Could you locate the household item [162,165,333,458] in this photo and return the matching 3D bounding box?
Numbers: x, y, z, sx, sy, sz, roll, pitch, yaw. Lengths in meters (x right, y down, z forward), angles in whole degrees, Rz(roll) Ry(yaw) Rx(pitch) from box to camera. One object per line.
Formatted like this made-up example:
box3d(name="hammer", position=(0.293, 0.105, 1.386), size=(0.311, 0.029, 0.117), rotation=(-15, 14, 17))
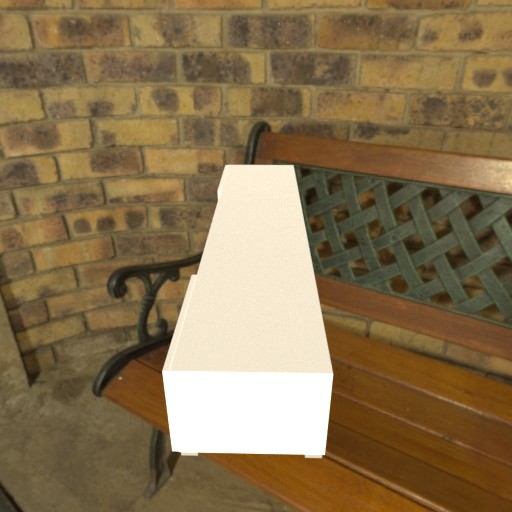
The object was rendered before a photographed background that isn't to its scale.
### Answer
box3d(name="household item", position=(0.000, 0.000, 1.980), size=(0.420, 0.310, 1.850), rotation=(1, 27, 1))
